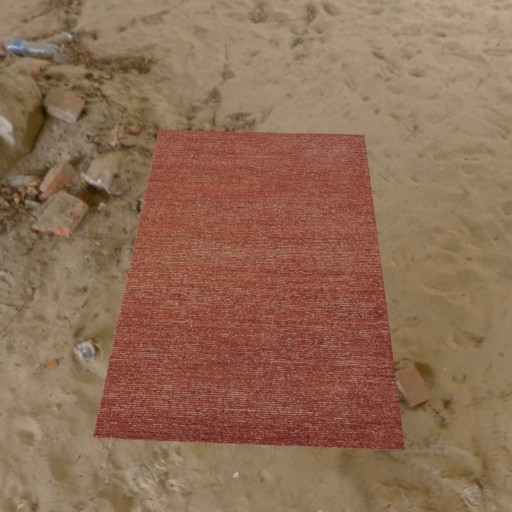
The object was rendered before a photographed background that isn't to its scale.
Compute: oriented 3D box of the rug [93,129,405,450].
[{"bbox_3d":[0.000,0.000,5.010,2.803,0.025,3.965,2,58,1],"label":"rug"}]
